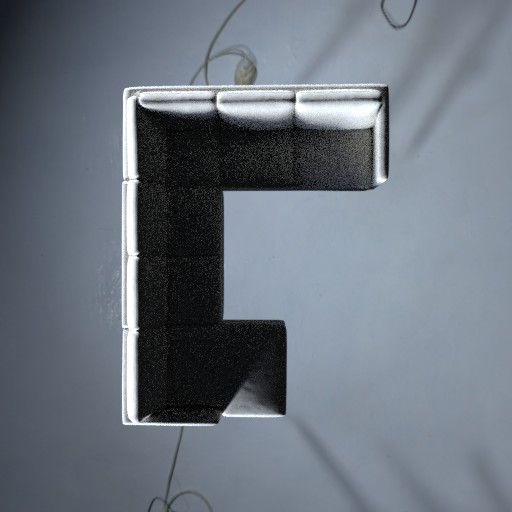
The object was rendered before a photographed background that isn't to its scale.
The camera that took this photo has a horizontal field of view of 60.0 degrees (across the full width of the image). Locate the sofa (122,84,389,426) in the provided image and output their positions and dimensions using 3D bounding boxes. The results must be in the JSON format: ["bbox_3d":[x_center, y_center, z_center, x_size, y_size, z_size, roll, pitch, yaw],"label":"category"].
[{"bbox_3d":[0.000,0.000,4.436,2.551,0.853,3.238,0,90,2],"label":"sofa"}]
